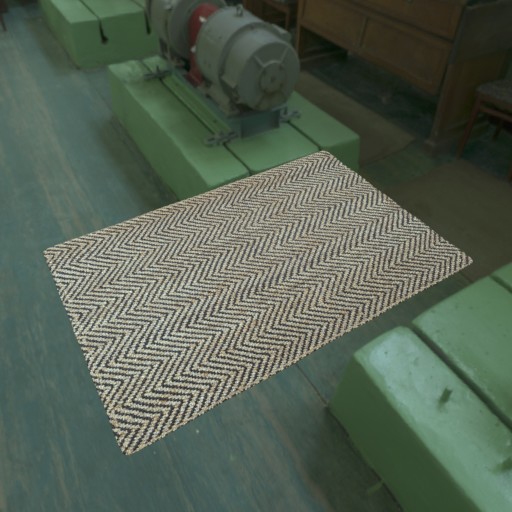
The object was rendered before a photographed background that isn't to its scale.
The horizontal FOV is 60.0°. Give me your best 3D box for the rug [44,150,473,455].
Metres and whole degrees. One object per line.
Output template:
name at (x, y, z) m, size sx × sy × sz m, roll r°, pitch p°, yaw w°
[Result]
rug at (0.000, 0.000, 2.245) m, size 1.828 × 0.008 × 1.219 m, roll -24°, pitch 50°, yaw -22°
